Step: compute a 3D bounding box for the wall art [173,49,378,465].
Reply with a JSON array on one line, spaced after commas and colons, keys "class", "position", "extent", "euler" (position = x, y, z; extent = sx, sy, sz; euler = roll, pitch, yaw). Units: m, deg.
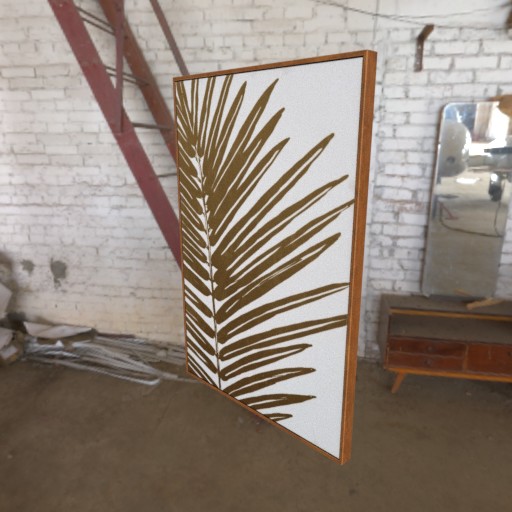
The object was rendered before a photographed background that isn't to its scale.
[{"class": "wall art", "position": [0.000, 0.000, 1.155], "extent": [0.610, 0.914, 0.037], "euler": [15, 21, 42]}]
